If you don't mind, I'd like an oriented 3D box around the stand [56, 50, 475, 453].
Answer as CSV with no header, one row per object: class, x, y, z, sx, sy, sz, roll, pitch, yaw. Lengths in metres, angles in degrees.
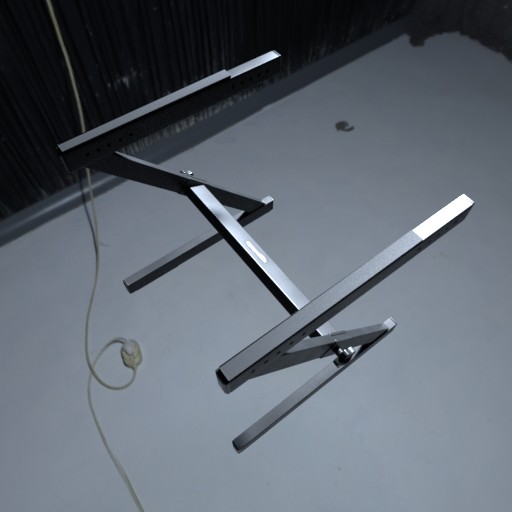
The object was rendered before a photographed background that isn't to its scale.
stand,0.000,0.000,1.139,0.586,0.617,0.700,-32,63,-19
